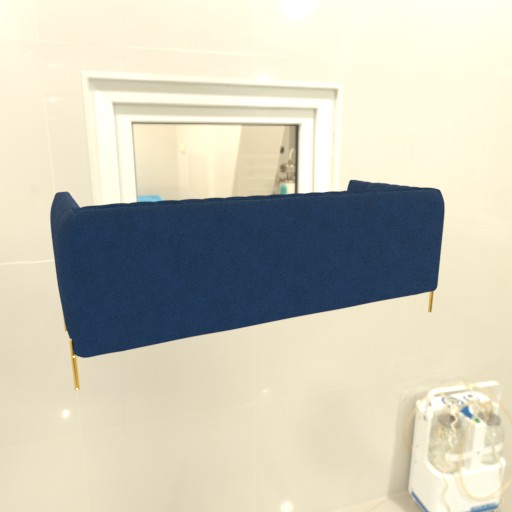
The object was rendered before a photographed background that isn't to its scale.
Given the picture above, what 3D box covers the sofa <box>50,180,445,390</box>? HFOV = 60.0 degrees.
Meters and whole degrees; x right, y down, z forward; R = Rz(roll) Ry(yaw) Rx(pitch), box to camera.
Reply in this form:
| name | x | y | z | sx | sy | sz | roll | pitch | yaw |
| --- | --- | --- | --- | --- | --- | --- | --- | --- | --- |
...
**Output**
| name | x | y | z | sx | sy | sz | roll | pitch | yaw |
| --- | --- | --- | --- | --- | --- | --- | --- | --- | --- |
| sofa | 0.000 | 0.000 | 2.600 | 2.136 | 0.793 | 0.896 | -7 | 16 | -25 |
